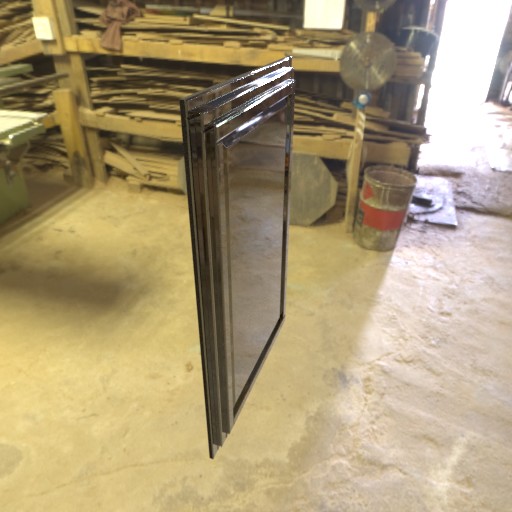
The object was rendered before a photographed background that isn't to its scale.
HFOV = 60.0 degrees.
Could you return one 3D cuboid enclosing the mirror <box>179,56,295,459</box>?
[{"bbox_3d":[0.000,0.000,1.183,0.039,0.914,0.613,11,32,17],"label":"mirror"}]
